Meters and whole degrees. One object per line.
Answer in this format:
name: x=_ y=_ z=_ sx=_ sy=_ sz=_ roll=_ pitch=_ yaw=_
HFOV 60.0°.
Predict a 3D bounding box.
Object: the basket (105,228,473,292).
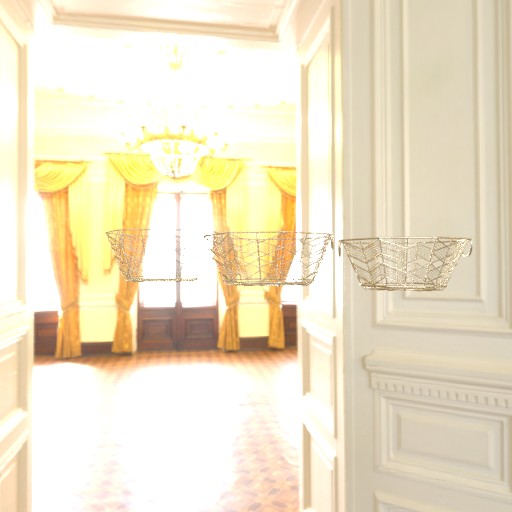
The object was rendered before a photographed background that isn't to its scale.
basket: x=0.000 y=0.000 z=1.404 sx=1.246 sy=0.178 sz=0.432 roll=-1 pitch=-1 yaw=35
